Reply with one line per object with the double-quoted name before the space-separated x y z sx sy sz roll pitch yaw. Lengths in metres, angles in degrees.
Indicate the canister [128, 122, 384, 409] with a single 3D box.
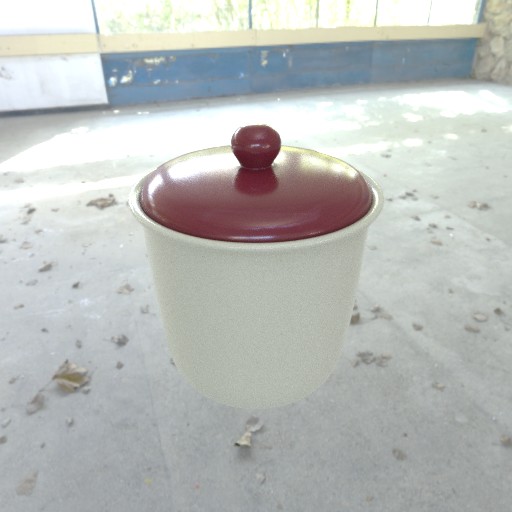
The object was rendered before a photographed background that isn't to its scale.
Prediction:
"canister" 0.000 0.000 0.353 0.182 0.208 0.182 0 30 0
